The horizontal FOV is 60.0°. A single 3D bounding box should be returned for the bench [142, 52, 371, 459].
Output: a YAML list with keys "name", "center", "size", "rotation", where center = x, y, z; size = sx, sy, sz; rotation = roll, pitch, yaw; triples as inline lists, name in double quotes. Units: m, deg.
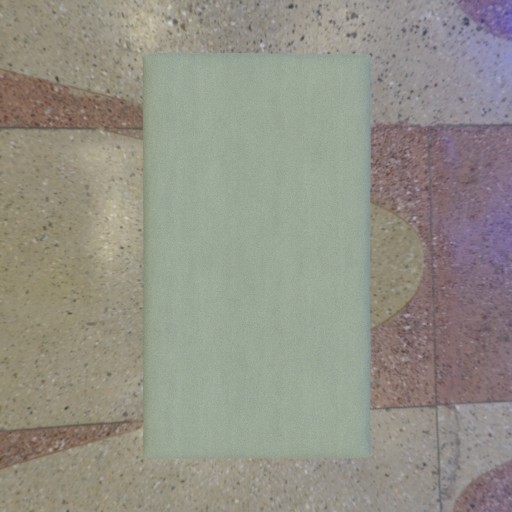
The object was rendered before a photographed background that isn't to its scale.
- name: "bench"
  center: [0.000, 0.000, 1.158]
  size: [0.500, 0.449, 0.887]
  rotation: [0, 90, -1]
